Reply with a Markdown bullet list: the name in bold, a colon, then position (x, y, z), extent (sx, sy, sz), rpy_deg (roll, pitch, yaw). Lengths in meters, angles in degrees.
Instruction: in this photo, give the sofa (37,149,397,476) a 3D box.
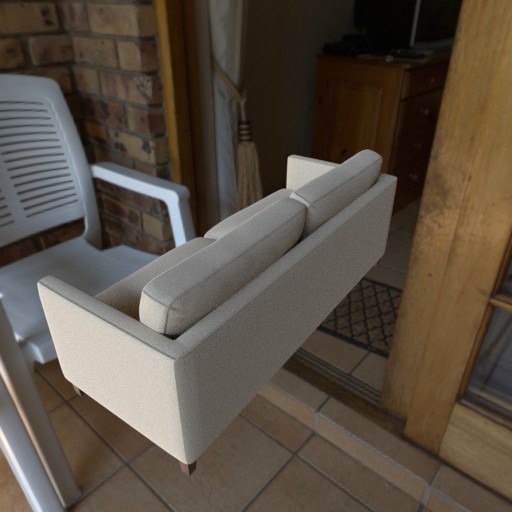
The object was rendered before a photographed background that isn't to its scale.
- **sofa**: position (0.000, 0.000, 2.821), extent (0.951, 0.968, 2.361), rpy_deg (20, 36, 30)
